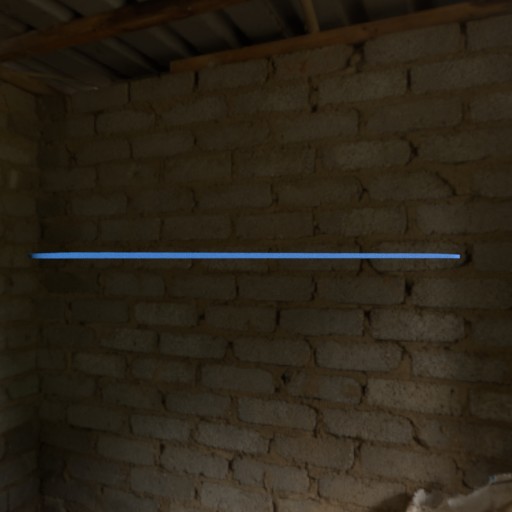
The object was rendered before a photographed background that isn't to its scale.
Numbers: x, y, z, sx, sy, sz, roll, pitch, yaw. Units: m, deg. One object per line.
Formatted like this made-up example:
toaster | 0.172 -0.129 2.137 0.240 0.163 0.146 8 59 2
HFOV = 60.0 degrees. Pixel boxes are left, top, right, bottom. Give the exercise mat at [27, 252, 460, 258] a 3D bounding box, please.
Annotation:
exercise mat | 0.000 0.000 2.102 1.869 0.021 0.616 0 0 -17
